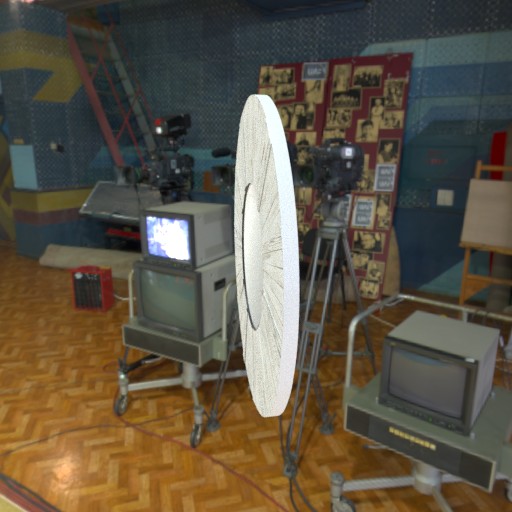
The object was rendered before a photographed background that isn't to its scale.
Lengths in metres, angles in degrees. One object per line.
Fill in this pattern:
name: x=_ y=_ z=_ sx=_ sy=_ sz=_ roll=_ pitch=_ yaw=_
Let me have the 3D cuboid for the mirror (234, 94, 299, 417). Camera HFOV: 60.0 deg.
mirror: x=0.000 y=0.000 z=1.338 sx=0.038 sy=0.914 sz=0.914 roll=-2 pitch=15 yaw=-9
